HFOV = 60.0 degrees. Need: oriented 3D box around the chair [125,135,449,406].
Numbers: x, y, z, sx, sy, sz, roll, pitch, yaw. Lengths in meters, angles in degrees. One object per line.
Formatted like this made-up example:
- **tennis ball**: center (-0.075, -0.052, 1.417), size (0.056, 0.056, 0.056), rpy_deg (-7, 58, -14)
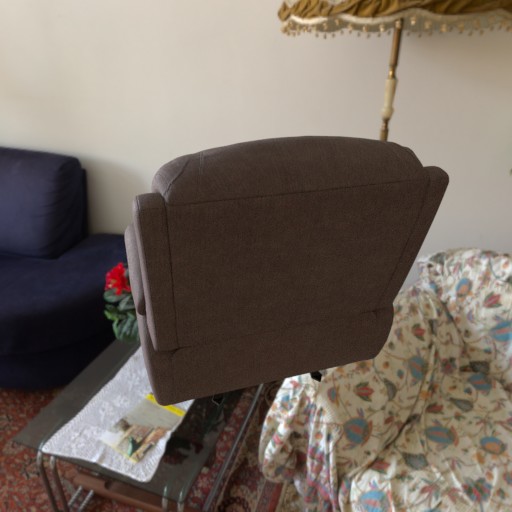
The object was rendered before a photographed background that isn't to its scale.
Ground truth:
- **chair**: center (0.000, 0.000, 1.673), size (0.930, 1.011, 0.899), rpy_deg (-8, 28, -16)
